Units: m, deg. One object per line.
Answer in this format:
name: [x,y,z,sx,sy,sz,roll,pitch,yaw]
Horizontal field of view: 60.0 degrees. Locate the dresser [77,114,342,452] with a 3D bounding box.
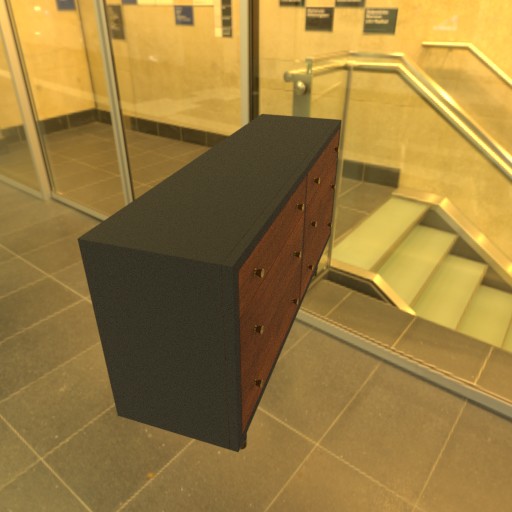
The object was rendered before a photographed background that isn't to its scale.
dresser: [0.000,0.000,1.958,0.463,0.872,1.558,10,31,16]
